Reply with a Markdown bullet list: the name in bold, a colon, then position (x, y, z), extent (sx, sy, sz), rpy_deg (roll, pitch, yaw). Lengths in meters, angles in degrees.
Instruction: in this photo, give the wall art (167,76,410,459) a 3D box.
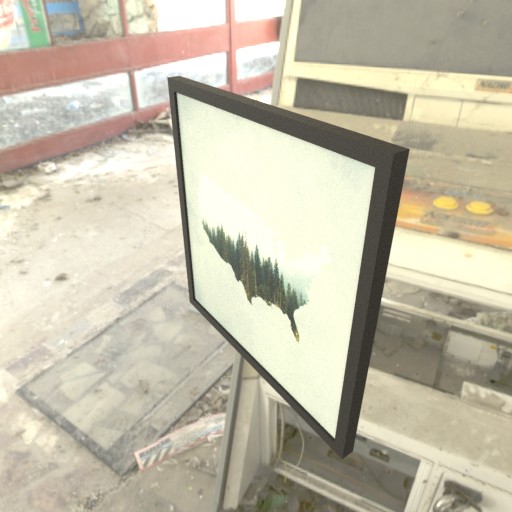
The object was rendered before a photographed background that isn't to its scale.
- **wall art**: position (0.000, 0.000, 1.143), extent (0.038, 0.763, 0.763), rpy_deg (-21, 38, -30)
